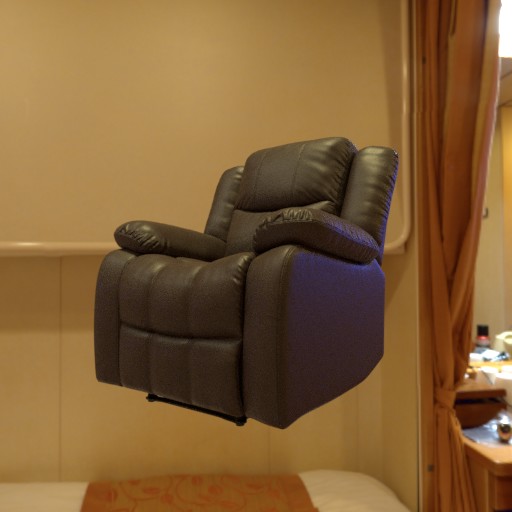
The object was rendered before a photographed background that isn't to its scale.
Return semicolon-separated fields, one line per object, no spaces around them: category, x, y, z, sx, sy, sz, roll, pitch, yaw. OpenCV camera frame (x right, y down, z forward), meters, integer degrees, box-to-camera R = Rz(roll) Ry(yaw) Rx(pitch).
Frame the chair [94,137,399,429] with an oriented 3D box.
chair;0.000;0.000;1.713;0.899;1.009;0.934;-1;-1;36
